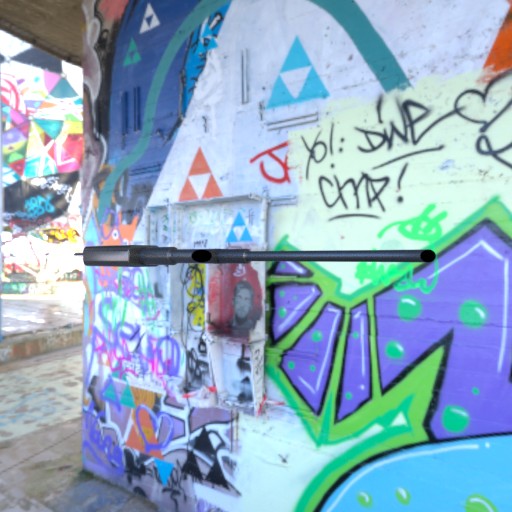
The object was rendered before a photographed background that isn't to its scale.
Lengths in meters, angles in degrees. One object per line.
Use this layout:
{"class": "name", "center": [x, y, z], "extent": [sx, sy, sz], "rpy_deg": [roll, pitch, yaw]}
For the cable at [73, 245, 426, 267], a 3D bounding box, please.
{"class": "cable", "center": [0.000, 0.000, 0.111], "extent": [0.098, 0.006, 0.040], "rpy_deg": [0, 0, 35]}
